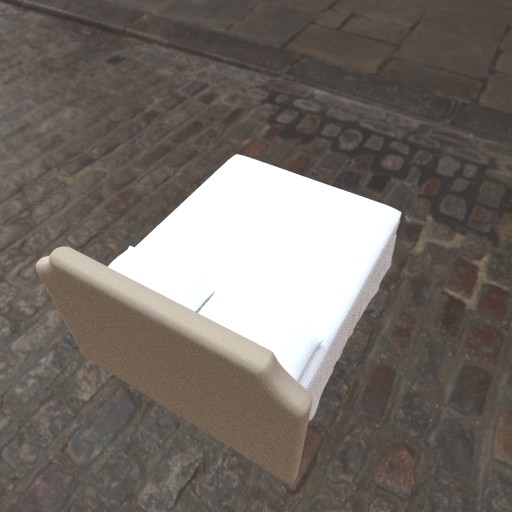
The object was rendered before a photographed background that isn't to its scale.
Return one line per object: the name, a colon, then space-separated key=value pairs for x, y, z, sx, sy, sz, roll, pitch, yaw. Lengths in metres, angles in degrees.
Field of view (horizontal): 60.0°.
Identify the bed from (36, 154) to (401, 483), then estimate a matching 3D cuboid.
bed: x=0.000 y=0.000 z=3.297 sx=1.828 sy=1.301 sz=2.204 roll=23 pitch=52 yaw=20
